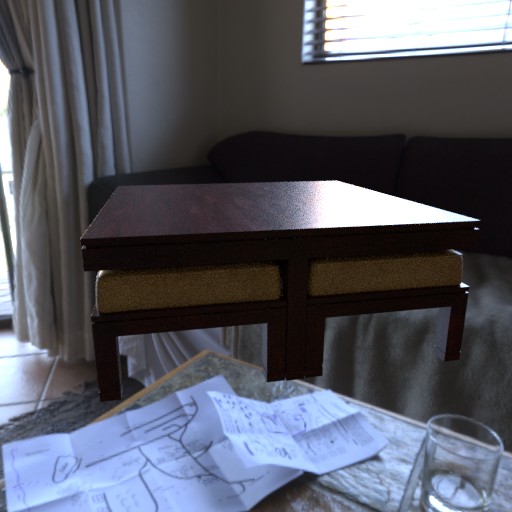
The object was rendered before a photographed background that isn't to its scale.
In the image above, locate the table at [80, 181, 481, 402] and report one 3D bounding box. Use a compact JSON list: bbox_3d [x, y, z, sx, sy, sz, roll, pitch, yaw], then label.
[{"bbox_3d":[0.000,0.000,1.381,0.865,0.356,0.865,-3,16,-12],"label":"table"}]
